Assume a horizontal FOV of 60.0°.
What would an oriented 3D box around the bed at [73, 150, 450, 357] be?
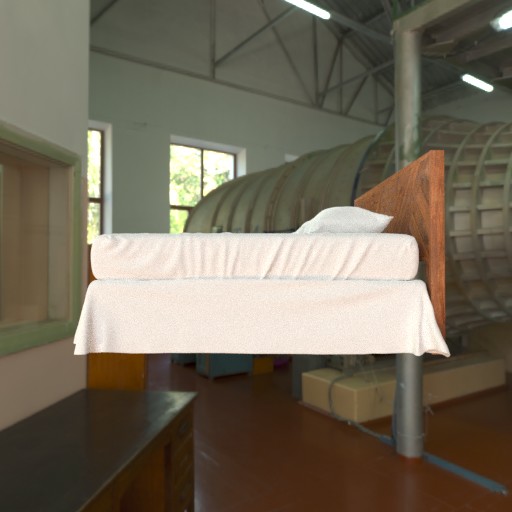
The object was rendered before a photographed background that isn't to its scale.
[{"bbox_3d":[0.000,0.000,3.488,2.165,1.158,2.255,0,-1,0],"label":"bed"}]
